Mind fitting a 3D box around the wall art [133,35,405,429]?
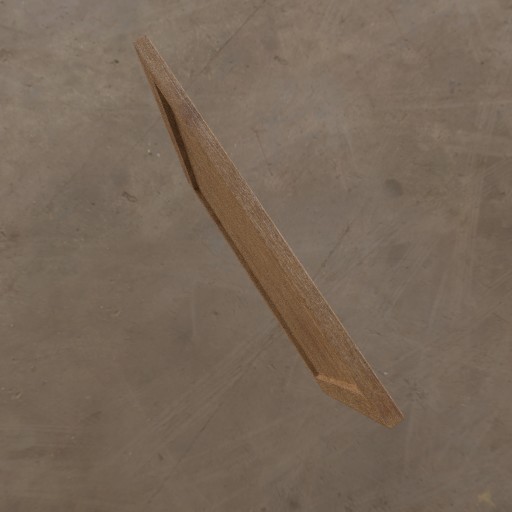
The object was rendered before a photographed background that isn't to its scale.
[{"bbox_3d":[0.000,0.000,0.930,0.026,0.588,0.690,-32,79,-7],"label":"wall art"}]
